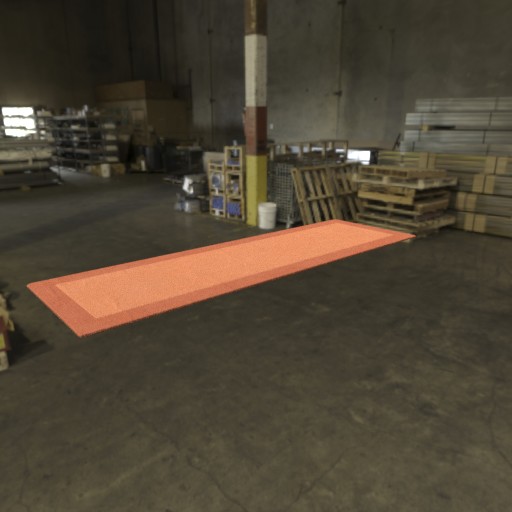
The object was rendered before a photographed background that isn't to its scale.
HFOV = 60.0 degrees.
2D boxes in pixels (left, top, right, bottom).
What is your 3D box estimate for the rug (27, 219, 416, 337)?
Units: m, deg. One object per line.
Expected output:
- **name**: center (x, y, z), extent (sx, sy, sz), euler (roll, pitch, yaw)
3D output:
- **rug**: center (0.000, 0.000, 2.730), extent (2.471, 0.013, 0.914), euler (-16, 23, -42)
